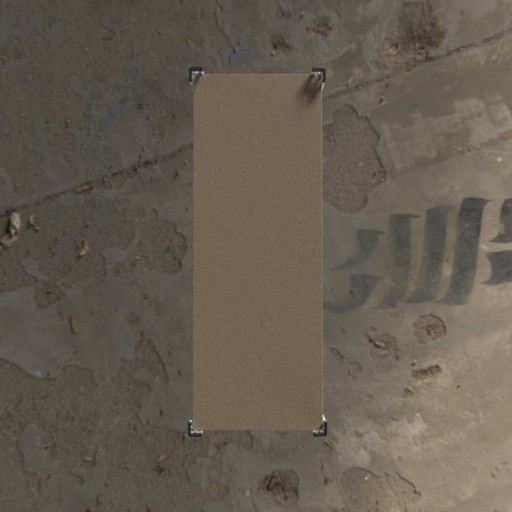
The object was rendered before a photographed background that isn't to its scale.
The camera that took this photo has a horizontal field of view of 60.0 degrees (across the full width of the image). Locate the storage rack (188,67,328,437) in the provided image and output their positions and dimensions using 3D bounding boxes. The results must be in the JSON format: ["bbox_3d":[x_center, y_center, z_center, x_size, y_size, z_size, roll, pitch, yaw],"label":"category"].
[{"bbox_3d":[0.000,0.000,2.373,0.457,1.829,1.219,0,89,0],"label":"storage rack"}]
